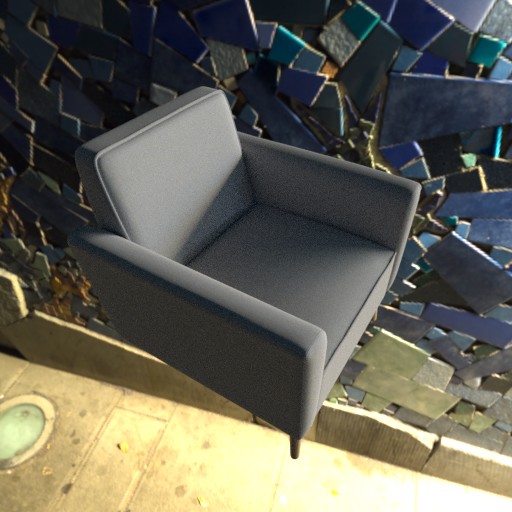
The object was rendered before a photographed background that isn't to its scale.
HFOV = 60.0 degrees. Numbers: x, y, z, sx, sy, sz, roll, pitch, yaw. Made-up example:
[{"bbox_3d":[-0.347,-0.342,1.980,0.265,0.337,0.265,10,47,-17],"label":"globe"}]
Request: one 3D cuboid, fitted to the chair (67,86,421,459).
[{"bbox_3d":[0.000,0.000,1.390,0.750,0.780,0.780,22,45,24],"label":"chair"}]
